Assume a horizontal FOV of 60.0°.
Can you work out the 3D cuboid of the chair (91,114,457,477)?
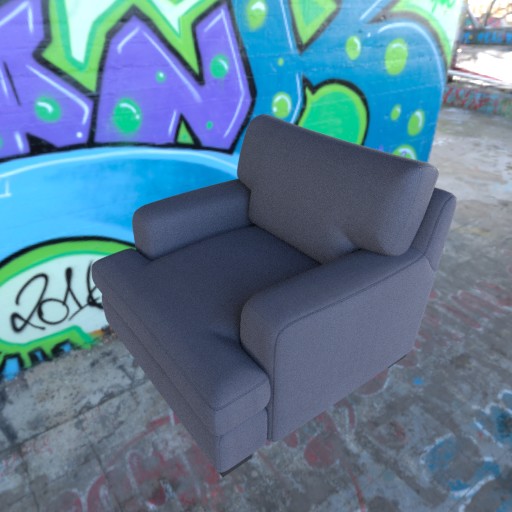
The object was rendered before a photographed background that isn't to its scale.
[{"bbox_3d":[0.000,0.000,1.932,1.143,0.940,1.168,-21,37,-31],"label":"chair"}]
